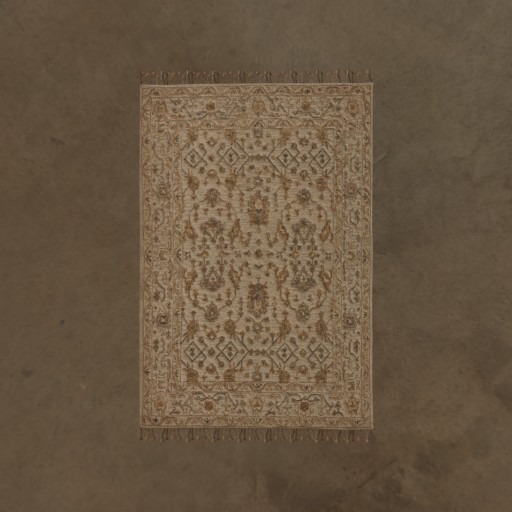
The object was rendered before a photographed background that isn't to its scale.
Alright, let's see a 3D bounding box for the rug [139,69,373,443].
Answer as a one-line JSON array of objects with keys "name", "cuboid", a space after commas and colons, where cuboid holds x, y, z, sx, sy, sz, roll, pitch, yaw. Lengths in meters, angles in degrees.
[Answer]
[{"name": "rug", "cuboid": [0.000, 0.000, 2.889, 1.529, 0.027, 2.434, 0, 90, 1]}]
